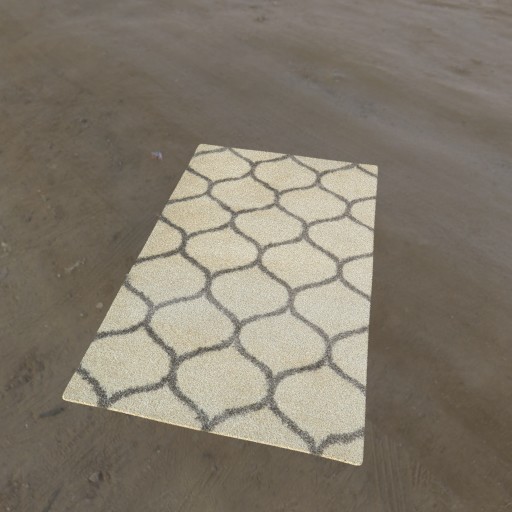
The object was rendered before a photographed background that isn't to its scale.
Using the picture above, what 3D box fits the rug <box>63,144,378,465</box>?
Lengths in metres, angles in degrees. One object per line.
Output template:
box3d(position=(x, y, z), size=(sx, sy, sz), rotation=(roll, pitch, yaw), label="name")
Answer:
box3d(position=(0.000, 0.000, 2.904), size=(1.501, 0.024, 2.348), rotation=(9, 48, 8), label="rug")
